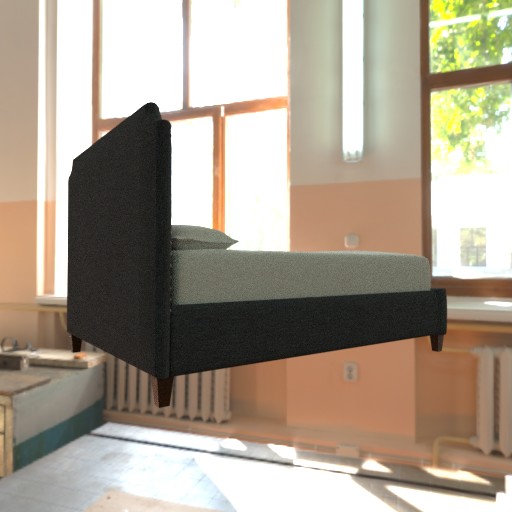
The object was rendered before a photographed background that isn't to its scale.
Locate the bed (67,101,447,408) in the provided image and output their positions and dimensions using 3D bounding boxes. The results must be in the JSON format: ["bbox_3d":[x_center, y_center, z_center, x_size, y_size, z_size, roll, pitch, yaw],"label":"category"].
[{"bbox_3d":[0.000,0.000,3.354,2.372,1.443,1.713,1,-1,-36],"label":"bed"}]
